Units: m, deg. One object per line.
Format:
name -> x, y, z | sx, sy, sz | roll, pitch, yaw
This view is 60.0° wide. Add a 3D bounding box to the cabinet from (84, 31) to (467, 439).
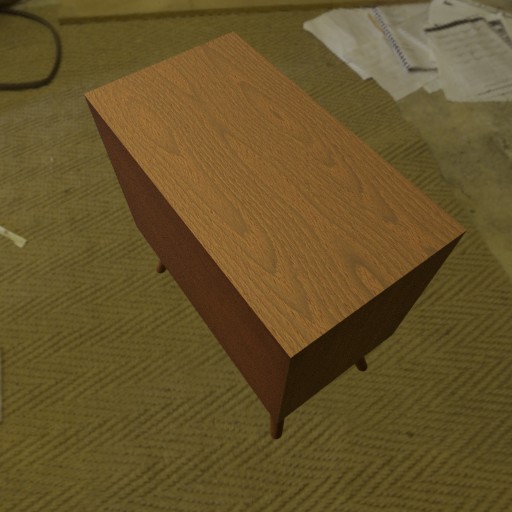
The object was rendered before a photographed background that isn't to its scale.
cabinet -> 0.000, 0.000, 1.166 | 0.388, 0.748, 0.712 | -32, 64, -18
